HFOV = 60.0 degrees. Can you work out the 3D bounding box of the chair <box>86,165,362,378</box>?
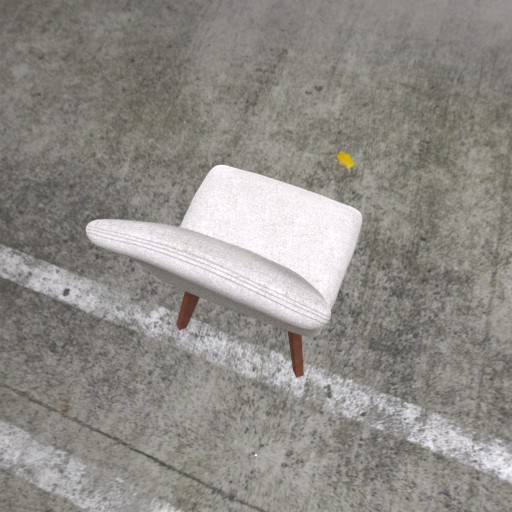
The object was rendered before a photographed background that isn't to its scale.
[{"bbox_3d":[0.000,0.000,1.281,0.522,0.974,0.563,20,67,9],"label":"chair"}]
